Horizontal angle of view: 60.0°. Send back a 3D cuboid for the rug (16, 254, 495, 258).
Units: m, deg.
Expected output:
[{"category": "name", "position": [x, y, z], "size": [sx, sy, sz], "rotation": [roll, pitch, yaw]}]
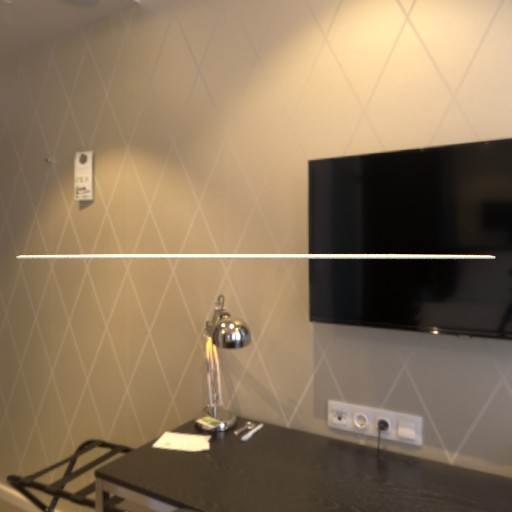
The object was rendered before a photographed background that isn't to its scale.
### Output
[{"category": "rug", "position": [0.000, 0.000, 2.830], "size": [2.202, 0.014, 1.598], "rotation": [0, 0, 0]}]
